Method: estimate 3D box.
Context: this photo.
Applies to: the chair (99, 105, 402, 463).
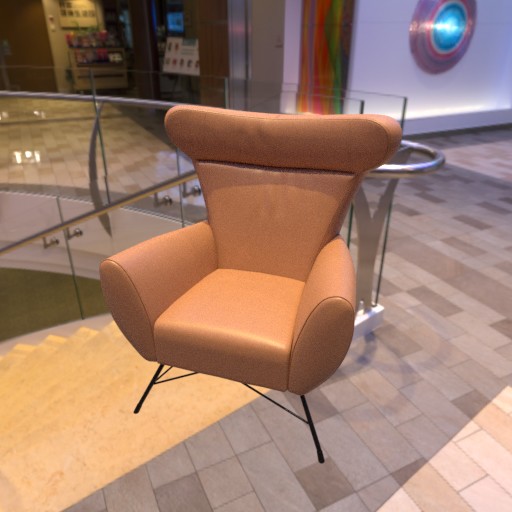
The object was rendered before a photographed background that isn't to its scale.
[{"bbox_3d":[0.000,0.000,1.772,0.980,1.050,0.900,8,28,16],"label":"chair"}]
